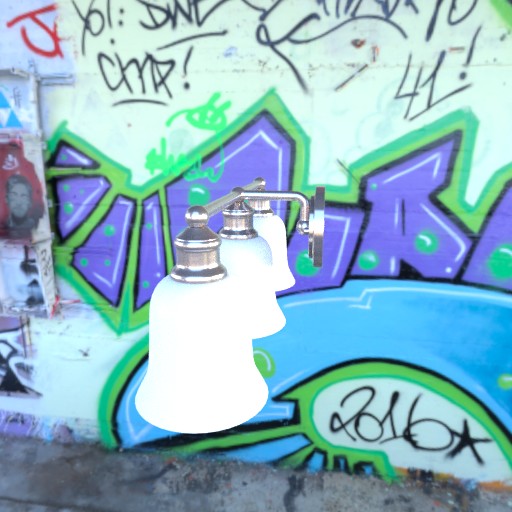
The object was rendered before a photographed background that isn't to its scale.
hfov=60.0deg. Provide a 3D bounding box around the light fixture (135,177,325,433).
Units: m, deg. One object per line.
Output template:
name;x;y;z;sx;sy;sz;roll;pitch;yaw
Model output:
light fixture;0.000;0.000;0.666;0.198;0.211;0.570;2;14;9
